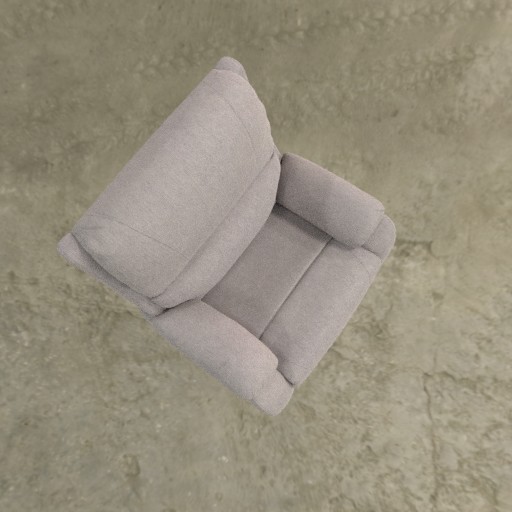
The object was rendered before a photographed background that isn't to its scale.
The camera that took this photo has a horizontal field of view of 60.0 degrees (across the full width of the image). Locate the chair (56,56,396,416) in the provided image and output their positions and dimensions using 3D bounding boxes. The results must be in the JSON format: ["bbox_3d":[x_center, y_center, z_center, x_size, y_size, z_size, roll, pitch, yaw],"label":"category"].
[{"bbox_3d":[0.000,0.000,1.746,0.899,1.011,0.930,35,78,9],"label":"chair"}]
